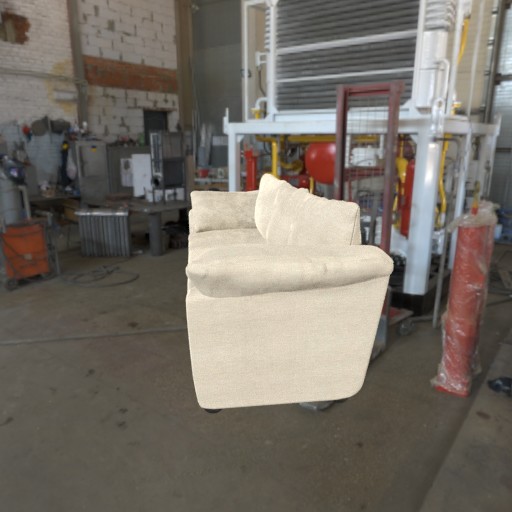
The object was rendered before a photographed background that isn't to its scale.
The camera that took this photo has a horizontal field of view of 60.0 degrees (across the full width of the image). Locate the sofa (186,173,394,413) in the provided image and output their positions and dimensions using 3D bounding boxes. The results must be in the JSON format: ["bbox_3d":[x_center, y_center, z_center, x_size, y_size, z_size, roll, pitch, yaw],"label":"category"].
[{"bbox_3d":[0.000,0.000,2.913,0.893,0.981,2.377,-2,15,-8],"label":"sofa"}]
